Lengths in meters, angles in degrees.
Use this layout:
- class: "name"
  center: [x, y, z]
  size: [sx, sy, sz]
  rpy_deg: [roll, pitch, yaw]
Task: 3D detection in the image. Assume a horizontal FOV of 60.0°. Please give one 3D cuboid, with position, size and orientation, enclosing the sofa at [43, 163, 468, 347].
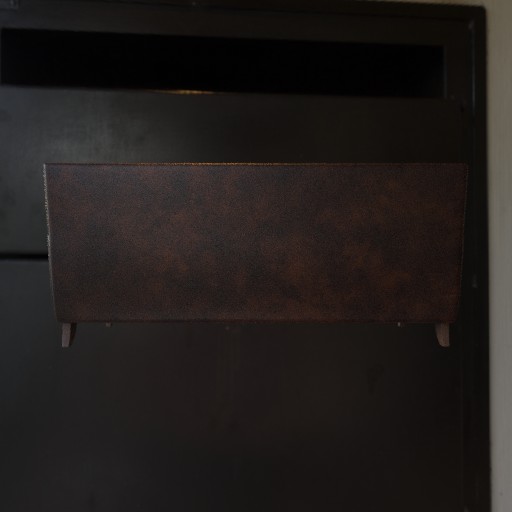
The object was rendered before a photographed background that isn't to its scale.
- class: "sofa"
  center: [0.000, 0.000, 2.453]
  size: [1.995, 0.871, 0.786]
  rpy_deg: [0, -1, 0]
